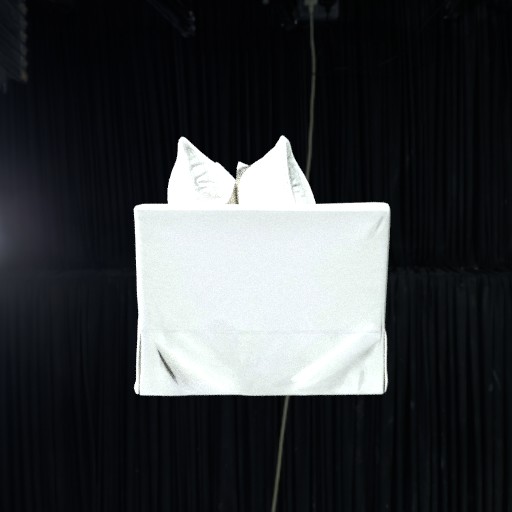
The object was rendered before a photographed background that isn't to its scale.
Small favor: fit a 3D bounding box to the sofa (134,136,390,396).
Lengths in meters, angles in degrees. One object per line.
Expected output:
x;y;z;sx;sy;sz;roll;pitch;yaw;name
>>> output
0.000;0.000;2.804;1.031;1.034;2.290;0;1;-1;sofa
